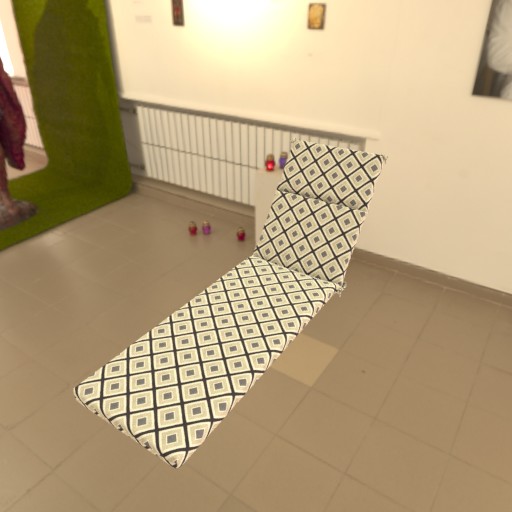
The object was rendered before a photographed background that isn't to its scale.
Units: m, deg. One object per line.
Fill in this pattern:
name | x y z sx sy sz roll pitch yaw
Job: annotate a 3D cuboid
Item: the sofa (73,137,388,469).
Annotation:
sofa | 0.000 0.000 1.960 0.582 0.622 1.663 19 35 29
